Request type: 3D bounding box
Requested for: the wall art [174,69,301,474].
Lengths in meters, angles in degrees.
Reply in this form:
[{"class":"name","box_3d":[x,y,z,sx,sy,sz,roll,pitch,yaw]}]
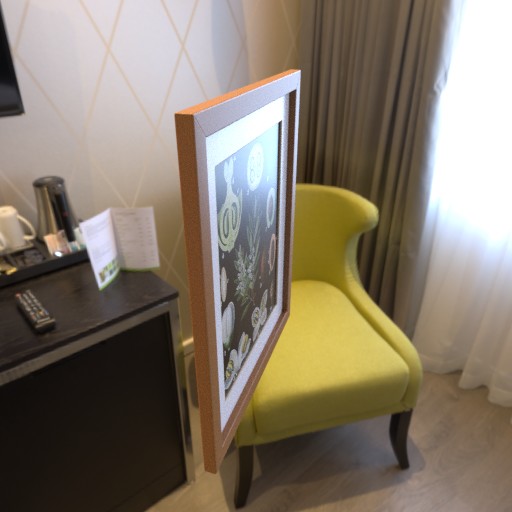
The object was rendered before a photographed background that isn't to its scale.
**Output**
[{"class":"wall art","box_3d":[0.000,0.000,0.522,0.015,0.379,0.310,9,30,17]}]
